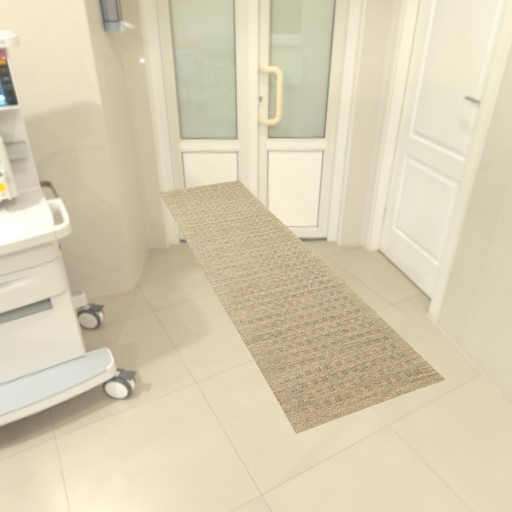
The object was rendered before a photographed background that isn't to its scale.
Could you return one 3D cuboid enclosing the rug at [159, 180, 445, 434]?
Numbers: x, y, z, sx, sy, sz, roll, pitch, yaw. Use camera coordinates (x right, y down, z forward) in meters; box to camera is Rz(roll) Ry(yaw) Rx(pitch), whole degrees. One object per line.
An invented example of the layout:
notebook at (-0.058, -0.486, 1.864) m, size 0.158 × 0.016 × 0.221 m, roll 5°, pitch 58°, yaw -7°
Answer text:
rug at (0.000, 0.000, 2.682) m, size 0.688 × 0.005 × 2.437 m, roll -12°, pitch 33°, yaw -19°
